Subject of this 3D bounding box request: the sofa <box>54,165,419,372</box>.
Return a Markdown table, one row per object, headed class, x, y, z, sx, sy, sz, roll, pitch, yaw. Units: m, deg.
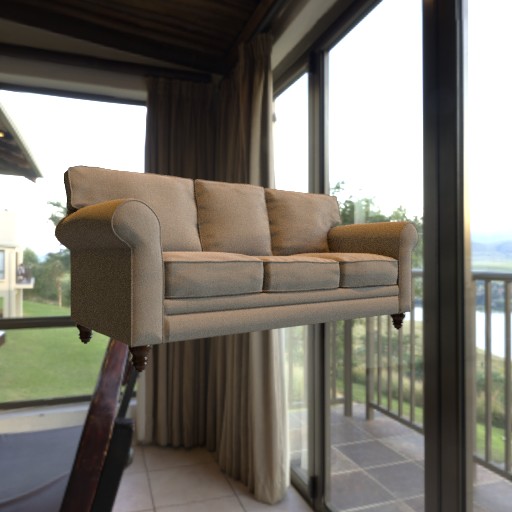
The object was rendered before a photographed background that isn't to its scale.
| class | x | y | z | sx | sy | sz | roll | pitch | yaw |
| --- | --- | --- | --- | --- | --- | --- | --- | --- | --- |
| sofa | 0.000 | 0.000 | 2.665 | 2.084 | 0.961 | 0.916 | 0 | 0 | -37 |
